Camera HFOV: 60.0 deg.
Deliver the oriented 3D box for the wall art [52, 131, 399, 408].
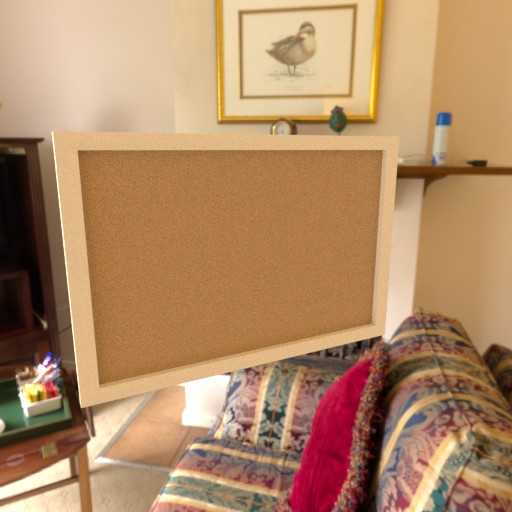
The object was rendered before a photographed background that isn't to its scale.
[{"bbox_3d":[0.000,0.000,1.450,1.144,0.767,0.038,-7,15,-26],"label":"wall art"}]
